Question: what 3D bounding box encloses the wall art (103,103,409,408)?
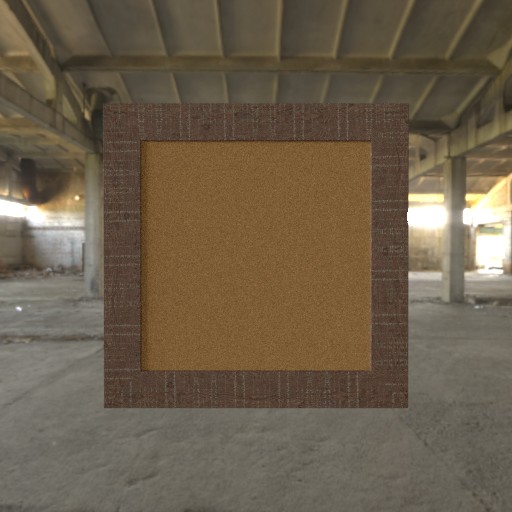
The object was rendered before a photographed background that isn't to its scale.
[{"bbox_3d":[0.000,0.000,0.791,0.531,0.531,0.040,0,0,0],"label":"wall art"}]
